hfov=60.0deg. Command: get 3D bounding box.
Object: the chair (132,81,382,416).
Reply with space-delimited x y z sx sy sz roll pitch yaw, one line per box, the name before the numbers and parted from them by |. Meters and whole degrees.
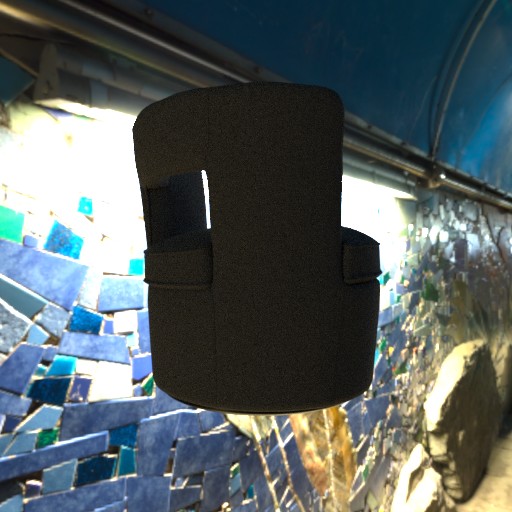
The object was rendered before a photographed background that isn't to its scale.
chair | 0.000 0.000 1.237 0.660 0.719 0.689 0 0 -36
